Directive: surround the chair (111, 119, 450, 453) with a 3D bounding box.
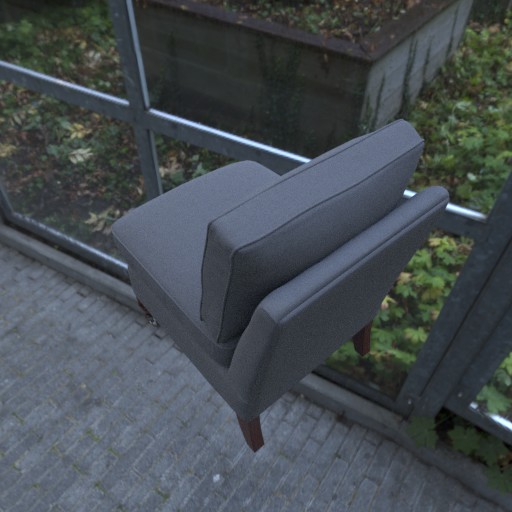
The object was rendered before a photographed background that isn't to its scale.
[{"bbox_3d":[0.000,0.000,1.606,0.724,1.045,0.924,-32,53,-27],"label":"chair"}]
